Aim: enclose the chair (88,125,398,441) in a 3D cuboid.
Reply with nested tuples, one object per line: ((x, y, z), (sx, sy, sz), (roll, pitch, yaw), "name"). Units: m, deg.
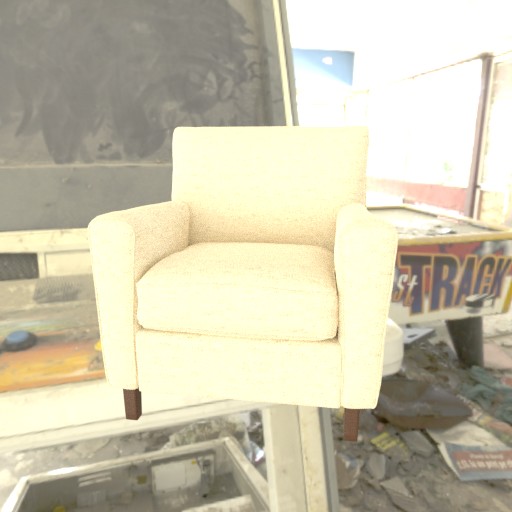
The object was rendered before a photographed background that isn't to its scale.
((0.000, 0.000, 1.601), (0.870, 0.943, 0.823), (2, 13, 9), "chair")
